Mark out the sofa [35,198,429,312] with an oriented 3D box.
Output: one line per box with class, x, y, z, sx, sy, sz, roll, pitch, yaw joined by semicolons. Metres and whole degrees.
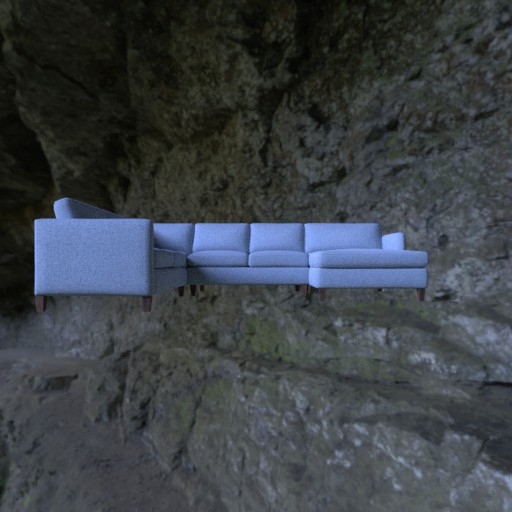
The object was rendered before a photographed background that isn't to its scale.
sofa;0.000;0.000;4.596;3.403;0.889;2.551;0;-1;0
